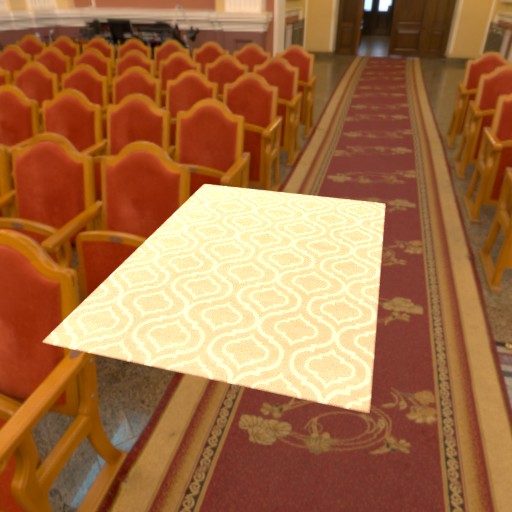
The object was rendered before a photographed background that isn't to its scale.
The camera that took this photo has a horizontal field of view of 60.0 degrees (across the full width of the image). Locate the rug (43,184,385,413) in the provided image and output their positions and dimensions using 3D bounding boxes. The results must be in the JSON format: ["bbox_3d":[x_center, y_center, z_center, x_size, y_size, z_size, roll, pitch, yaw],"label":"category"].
[{"bbox_3d":[0.000,0.000,4.465,2.438,0.010,3.353,8,32,13],"label":"rug"}]
